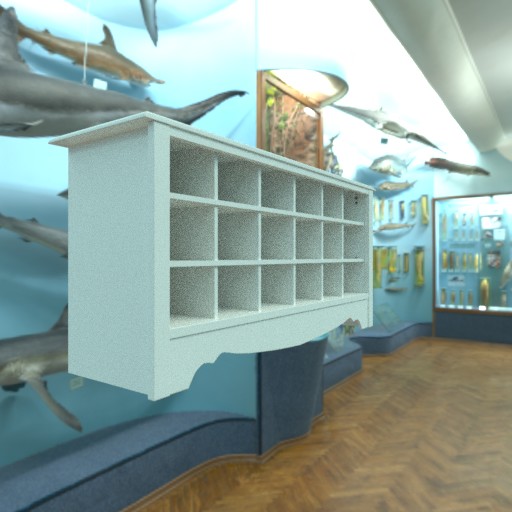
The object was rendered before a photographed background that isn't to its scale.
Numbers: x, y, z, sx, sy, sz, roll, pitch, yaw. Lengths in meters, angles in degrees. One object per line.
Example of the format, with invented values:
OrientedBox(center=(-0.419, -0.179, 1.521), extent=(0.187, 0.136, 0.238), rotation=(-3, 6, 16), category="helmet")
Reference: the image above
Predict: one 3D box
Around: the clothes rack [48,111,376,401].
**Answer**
OrientedBox(center=(0.000, 0.000, 1.339), extent=(0.324, 0.531, 1.120), rotation=(0, 0, 36), category="clothes rack")
